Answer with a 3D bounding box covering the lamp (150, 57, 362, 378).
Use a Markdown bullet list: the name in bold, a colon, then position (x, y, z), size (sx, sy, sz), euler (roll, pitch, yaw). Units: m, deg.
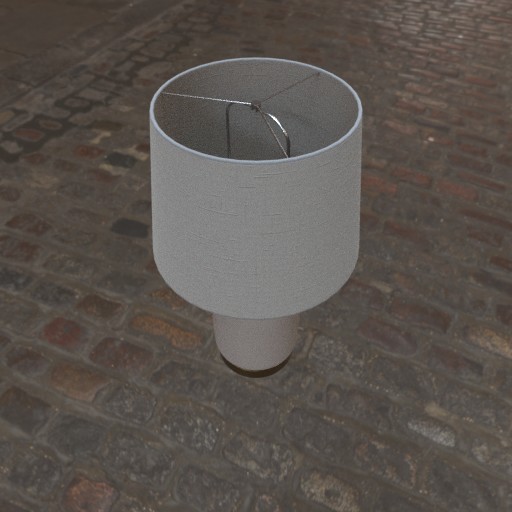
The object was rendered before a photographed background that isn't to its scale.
- **lamp**: position (0.000, 0.000, 0.652), size (0.285, 0.483, 0.285), euler (0, 47, 0)
